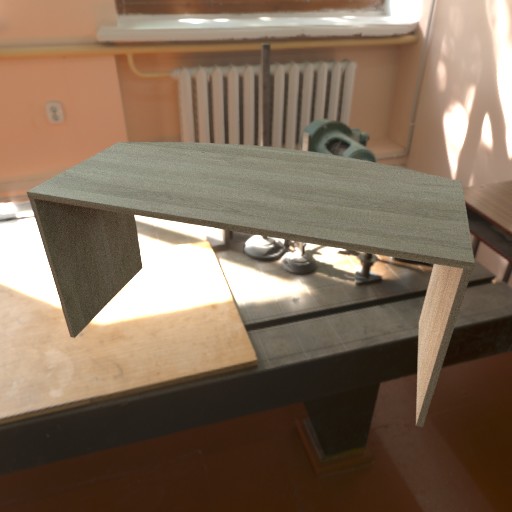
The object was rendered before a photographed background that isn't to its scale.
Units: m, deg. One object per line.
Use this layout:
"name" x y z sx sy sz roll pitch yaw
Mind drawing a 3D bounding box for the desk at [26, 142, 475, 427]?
"desk" 0.000 0.000 2.019 1.600 0.752 0.802 10 34 15
